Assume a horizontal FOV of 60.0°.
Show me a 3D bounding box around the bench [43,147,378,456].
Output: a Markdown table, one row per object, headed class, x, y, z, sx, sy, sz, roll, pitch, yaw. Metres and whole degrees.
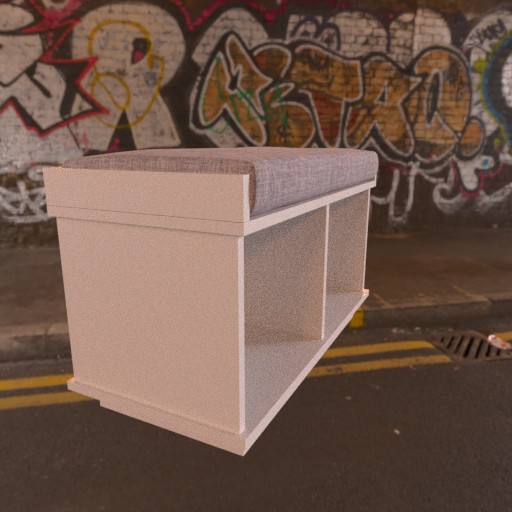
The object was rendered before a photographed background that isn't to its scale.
| class | x | y | z | sx | sy | sz | roll | pitch | yaw |
| --- | --- | --- | --- | --- | --- | --- | --- | --- | --- |
| bench | 0.000 | 0.000 | 0.966 | 0.362 | 0.461 | 0.734 | 7 | 16 | 26 |
